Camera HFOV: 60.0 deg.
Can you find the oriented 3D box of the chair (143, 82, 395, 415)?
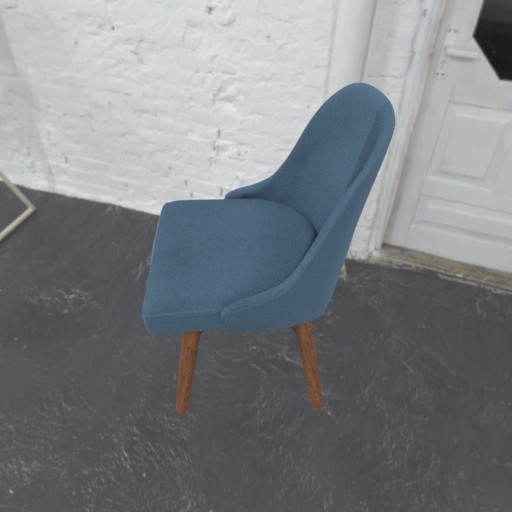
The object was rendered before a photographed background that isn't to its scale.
[{"bbox_3d":[0.000,0.000,1.249,0.589,0.882,0.503,-2,42,-2],"label":"chair"}]
